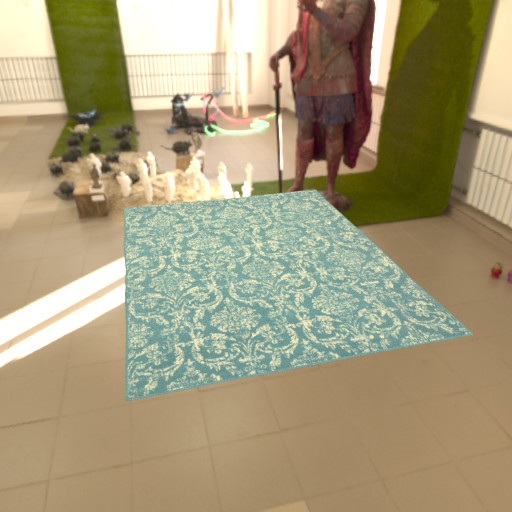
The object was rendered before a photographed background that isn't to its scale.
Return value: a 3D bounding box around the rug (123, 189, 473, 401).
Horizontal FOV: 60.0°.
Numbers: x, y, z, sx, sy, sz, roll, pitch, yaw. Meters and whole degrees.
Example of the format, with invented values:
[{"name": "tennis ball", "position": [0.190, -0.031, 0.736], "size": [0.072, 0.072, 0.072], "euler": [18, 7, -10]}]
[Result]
[{"name": "rug", "position": [0.000, 0.000, 4.102], "size": [2.363, 0.012, 2.980], "euler": [-7, 30, -13]}]
